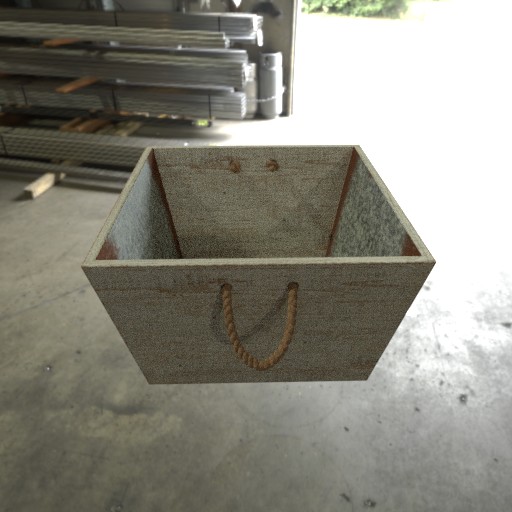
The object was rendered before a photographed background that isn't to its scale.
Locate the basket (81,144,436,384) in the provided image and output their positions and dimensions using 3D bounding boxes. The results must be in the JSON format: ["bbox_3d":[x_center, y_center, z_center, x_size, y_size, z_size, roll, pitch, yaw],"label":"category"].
[{"bbox_3d":[0.000,0.000,0.753,0.413,0.247,0.545,-1,33,-1],"label":"basket"}]
